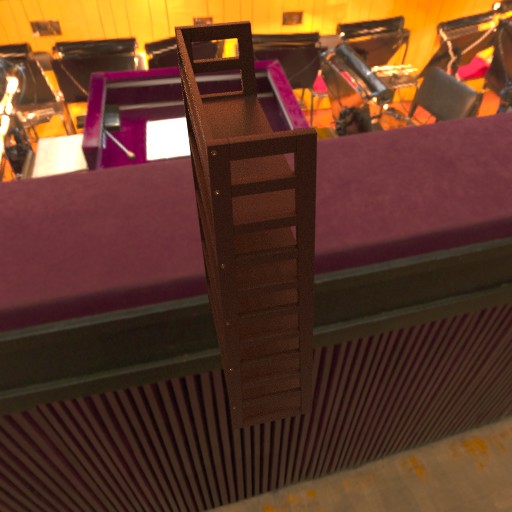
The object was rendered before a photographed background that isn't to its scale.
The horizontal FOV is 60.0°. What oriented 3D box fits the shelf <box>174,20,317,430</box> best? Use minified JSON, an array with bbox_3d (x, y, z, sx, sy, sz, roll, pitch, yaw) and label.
[{"bbox_3d":[0.000,0.000,1.876,0.403,1.600,0.763,-9,47,-9],"label":"shelf"}]
